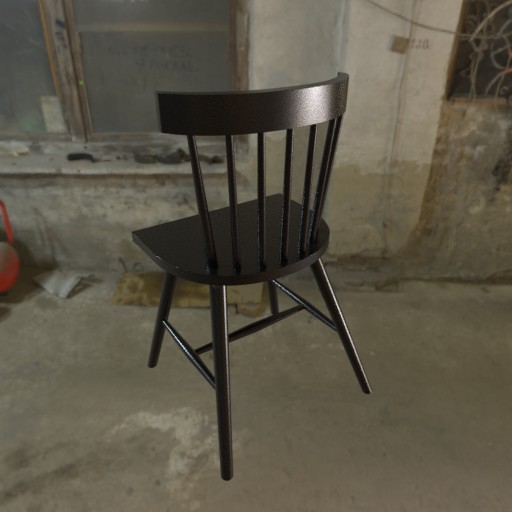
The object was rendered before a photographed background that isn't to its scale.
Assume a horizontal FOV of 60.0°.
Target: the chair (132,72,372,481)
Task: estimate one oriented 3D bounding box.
[{"bbox_3d":[0.000,0.000,1.131,0.506,0.844,0.483,-19,35,-29],"label":"chair"}]
